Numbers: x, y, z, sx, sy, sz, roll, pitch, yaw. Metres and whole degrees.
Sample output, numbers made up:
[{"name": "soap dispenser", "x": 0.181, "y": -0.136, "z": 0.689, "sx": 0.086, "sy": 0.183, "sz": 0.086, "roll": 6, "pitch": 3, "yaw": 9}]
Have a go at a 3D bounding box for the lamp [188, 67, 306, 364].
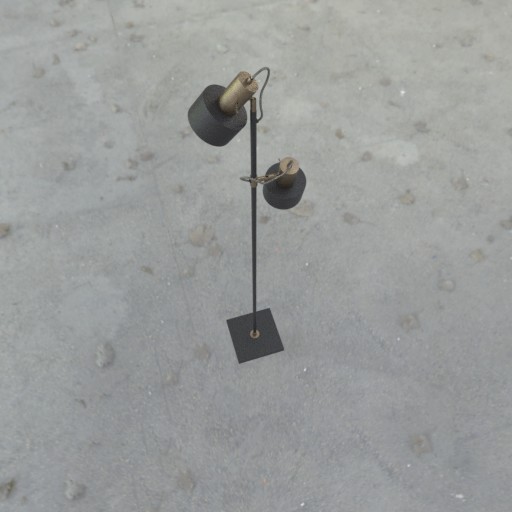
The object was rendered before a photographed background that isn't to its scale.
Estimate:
[{"name": "lamp", "x": 0.000, "y": 0.000, "z": 1.593, "sx": 0.315, "sy": 1.505, "sz": 0.233, "roll": -15, "pitch": 59, "yaw": -9}]
